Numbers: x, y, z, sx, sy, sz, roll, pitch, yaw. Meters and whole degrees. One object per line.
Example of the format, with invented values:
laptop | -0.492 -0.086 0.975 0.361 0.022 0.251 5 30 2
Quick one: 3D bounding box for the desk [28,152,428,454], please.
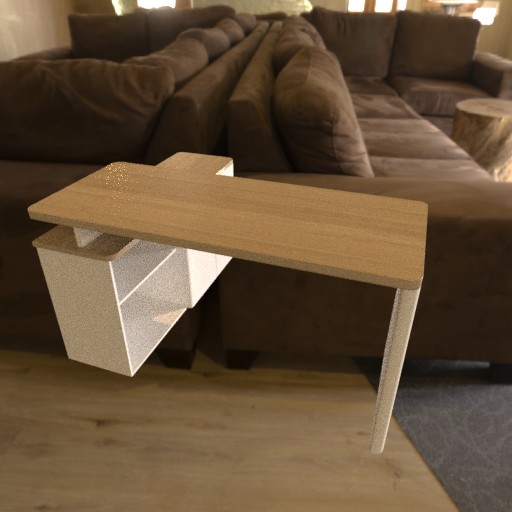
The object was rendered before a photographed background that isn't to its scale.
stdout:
desk | 0.000 0.000 2.095 1.400 0.770 1.175 10 32 17
